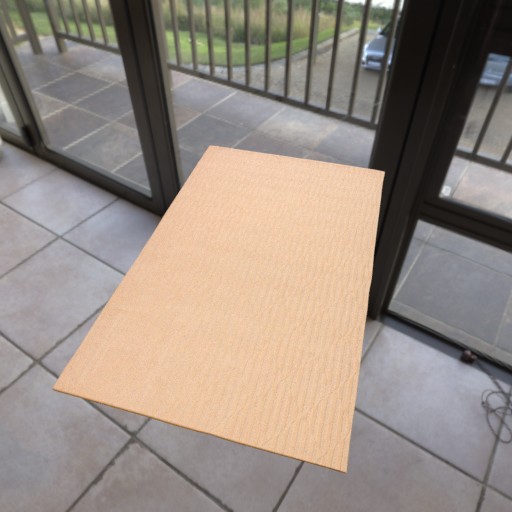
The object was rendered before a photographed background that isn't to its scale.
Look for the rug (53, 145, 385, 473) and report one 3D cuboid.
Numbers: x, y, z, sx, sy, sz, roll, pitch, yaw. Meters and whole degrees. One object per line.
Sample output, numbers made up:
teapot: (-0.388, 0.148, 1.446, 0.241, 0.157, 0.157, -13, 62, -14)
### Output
rug: (0.000, 0.000, 2.972, 1.531, 0.014, 2.441, 11, 47, 11)
